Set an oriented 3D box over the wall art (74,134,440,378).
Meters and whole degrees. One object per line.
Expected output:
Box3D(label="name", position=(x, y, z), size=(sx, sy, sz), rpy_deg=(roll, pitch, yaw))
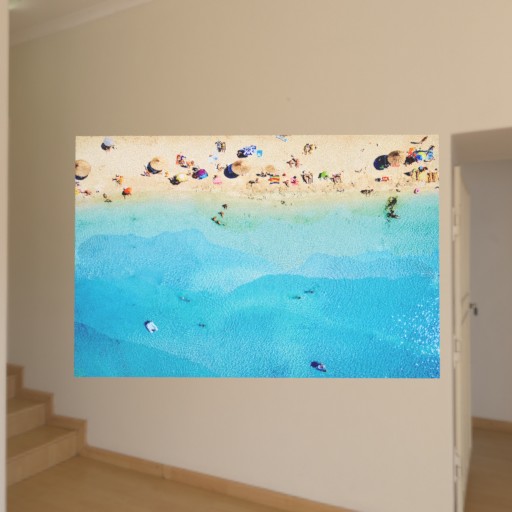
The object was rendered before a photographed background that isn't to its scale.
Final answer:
Box3D(label="wall art", position=(0.000, 0.000, 1.113), size=(0.894, 0.595, 0.057), rpy_deg=(0, -1, 1))
